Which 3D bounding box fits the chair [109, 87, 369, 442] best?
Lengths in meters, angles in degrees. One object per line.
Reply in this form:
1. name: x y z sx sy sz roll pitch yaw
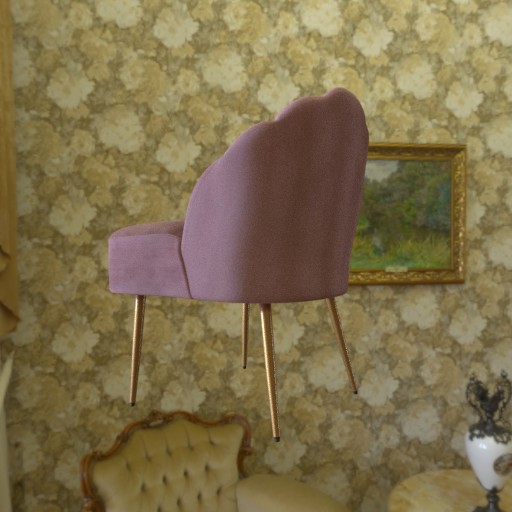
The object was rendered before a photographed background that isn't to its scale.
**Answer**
1. chair: 0.000 0.000 1.271 0.599 0.819 0.657 0 0 36
